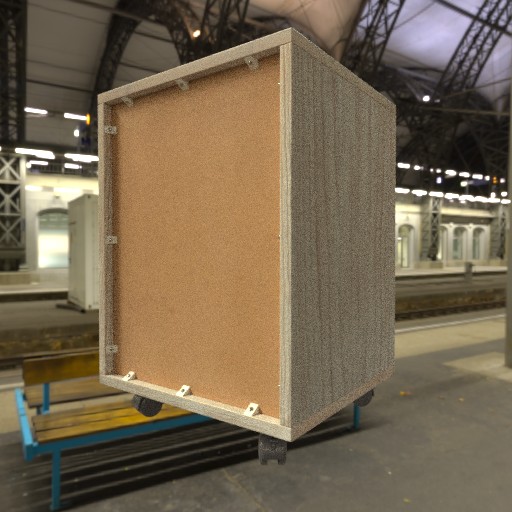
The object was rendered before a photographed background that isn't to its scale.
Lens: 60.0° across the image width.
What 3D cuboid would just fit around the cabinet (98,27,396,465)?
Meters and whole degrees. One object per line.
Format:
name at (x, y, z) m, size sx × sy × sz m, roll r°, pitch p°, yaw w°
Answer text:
cabinet at (0.000, 0.000, 0.838) m, size 0.409 × 0.579 × 0.401 m, roll 1°, pitch 1°, yaw 37°
